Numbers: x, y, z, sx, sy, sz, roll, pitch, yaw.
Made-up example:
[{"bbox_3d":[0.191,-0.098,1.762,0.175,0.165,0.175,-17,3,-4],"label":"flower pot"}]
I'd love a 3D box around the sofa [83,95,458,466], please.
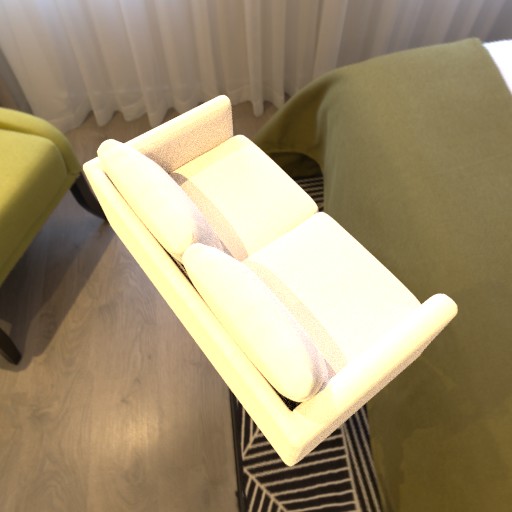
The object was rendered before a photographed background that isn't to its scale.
[{"bbox_3d":[0.000,0.000,2.263,0.940,0.893,1.713,-33,65,-18],"label":"sofa"}]
